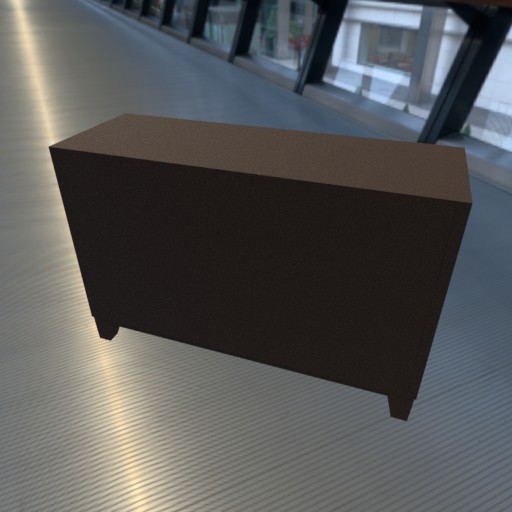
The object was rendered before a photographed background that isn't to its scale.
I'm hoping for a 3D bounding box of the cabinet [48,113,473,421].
[{"bbox_3d":[0.000,0.000,1.816,1.396,0.914,0.482,11,34,16],"label":"cabinet"}]
